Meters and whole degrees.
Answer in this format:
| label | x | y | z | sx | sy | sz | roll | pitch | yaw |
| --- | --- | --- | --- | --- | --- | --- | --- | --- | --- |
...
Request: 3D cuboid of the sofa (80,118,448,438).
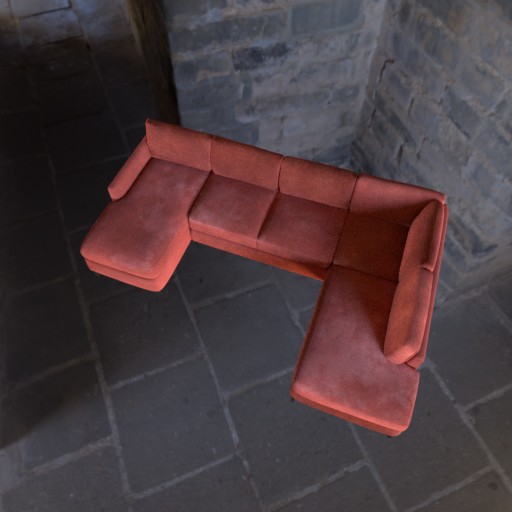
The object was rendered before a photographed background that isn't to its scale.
| label | x | y | z | sx | sy | sz | roll | pitch | yaw |
| --- | --- | --- | --- | --- | --- | --- | --- | --- | --- |
| sofa | 0.000 | 0.000 | 3.816 | 2.971 | 0.858 | 1.981 | 17 | 59 | 11 |
